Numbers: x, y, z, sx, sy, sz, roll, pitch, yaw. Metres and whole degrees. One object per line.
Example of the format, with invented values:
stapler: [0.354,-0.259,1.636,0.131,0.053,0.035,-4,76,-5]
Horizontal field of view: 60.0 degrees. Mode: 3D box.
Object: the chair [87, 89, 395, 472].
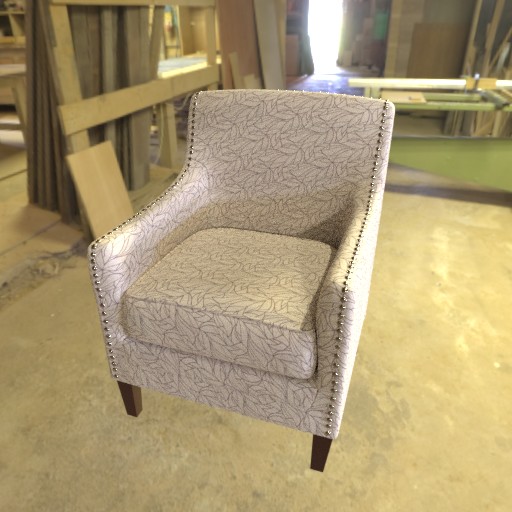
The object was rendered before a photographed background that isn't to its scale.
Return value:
chair: [0.000,0.000,1.253,0.623,0.816,0.651,9,29,17]
